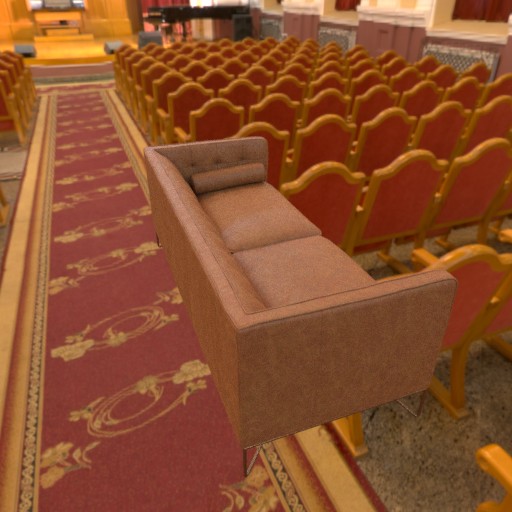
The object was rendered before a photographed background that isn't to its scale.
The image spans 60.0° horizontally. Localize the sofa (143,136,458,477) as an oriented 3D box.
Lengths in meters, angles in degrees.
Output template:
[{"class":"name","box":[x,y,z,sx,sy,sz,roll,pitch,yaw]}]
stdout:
[{"class":"sofa","box":[0.000,0.000,2.562,0.912,0.798,2.079,-11,33,-18]}]
